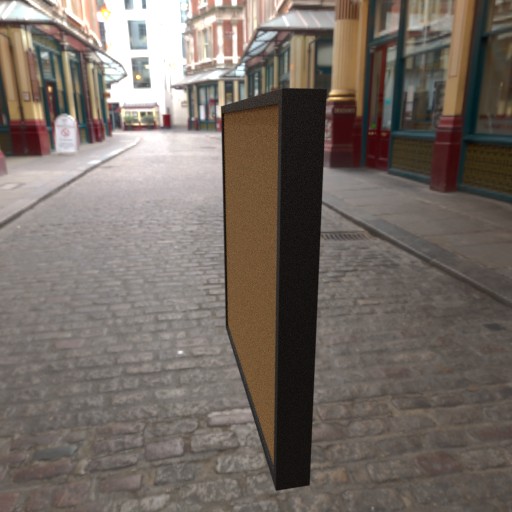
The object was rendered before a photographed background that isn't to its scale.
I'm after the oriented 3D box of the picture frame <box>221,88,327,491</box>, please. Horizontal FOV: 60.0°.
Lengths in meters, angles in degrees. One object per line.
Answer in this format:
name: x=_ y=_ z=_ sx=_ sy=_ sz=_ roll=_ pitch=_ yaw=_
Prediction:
picture frame: x=0.000 y=0.000 z=0.478 sx=0.030 sy=0.317 sz=0.317 roll=-3 pitch=17 yaw=-11
